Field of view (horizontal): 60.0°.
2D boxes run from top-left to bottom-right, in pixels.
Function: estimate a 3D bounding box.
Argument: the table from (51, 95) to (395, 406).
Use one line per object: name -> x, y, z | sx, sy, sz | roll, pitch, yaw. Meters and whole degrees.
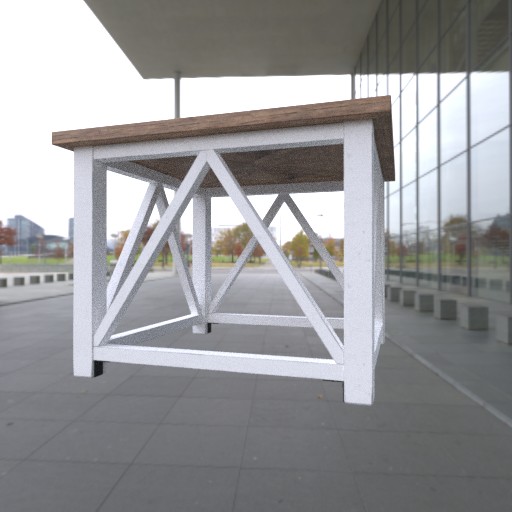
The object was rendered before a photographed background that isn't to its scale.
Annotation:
table -> 0.000, 0.000, 1.177 | 0.700, 0.532, 0.700 | 0, 0, 18
